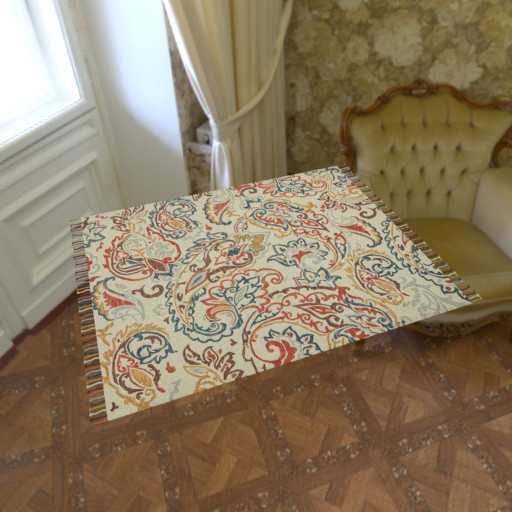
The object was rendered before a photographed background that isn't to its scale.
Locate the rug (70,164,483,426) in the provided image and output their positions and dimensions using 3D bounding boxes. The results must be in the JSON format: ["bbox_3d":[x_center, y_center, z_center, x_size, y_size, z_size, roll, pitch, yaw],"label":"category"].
[{"bbox_3d":[0.000,0.000,4.243,3.274,0.015,2.439,-14,44,-15],"label":"rug"}]
